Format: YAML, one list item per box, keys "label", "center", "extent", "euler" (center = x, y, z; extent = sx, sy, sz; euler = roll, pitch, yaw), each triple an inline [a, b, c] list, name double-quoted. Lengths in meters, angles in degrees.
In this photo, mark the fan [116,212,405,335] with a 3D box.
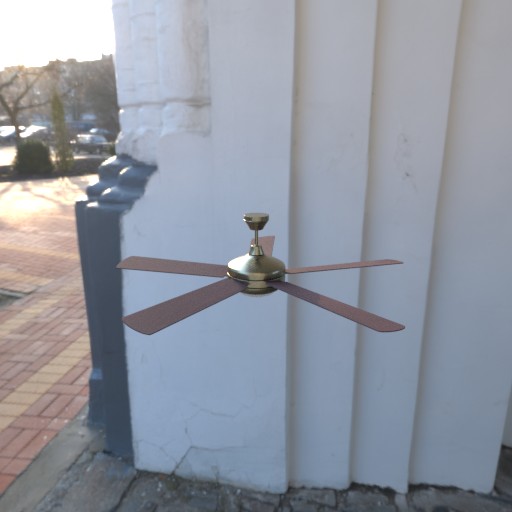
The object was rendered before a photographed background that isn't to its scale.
- label: "fan"
  center: [0.000, 0.000, 1.892]
  extent: [1.321, 0.356, 1.321]
  euler: [8, 18, 26]
